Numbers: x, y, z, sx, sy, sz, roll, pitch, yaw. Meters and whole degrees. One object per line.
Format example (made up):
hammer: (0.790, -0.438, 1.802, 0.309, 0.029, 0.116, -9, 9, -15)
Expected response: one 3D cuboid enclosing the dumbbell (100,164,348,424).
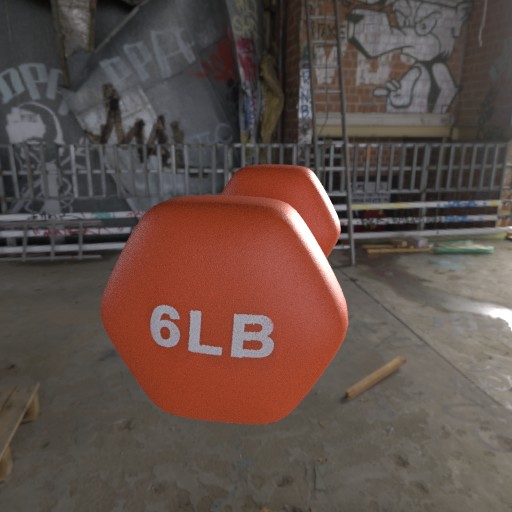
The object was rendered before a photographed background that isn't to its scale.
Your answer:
dumbbell: (0.000, 0.000, 0.200, 0.079, 0.071, 0.162, 3, 16, 10)
